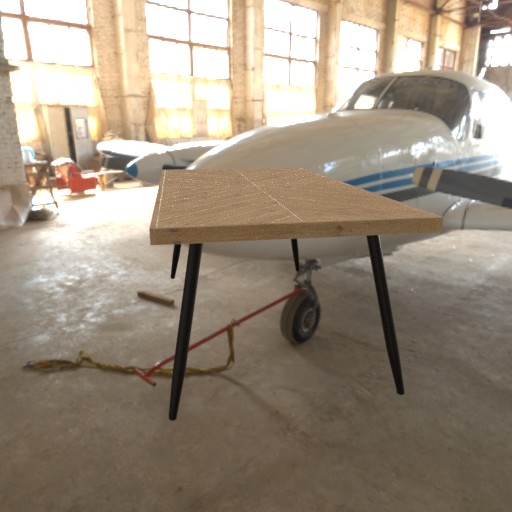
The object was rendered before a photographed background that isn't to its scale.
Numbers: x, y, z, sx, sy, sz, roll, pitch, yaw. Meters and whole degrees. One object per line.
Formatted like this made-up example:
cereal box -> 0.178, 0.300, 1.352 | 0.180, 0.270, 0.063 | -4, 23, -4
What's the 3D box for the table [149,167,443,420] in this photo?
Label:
table -> 0.000, 0.000, 2.405 | 0.991, 0.762, 1.803 | -3, 17, -10
